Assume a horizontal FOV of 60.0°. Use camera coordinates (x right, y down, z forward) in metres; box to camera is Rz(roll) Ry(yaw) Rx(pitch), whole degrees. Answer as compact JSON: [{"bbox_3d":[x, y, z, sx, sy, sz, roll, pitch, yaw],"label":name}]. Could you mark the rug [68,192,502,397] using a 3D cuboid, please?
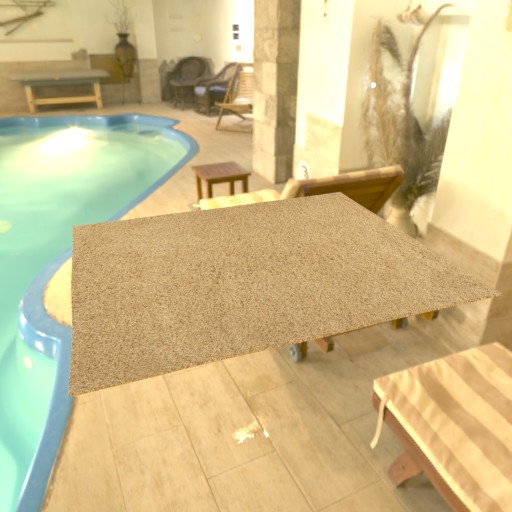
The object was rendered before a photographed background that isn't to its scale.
[{"bbox_3d":[0.000,0.000,3.832,3.000,0.025,2.400,-9,29,-17],"label":"rug"}]
